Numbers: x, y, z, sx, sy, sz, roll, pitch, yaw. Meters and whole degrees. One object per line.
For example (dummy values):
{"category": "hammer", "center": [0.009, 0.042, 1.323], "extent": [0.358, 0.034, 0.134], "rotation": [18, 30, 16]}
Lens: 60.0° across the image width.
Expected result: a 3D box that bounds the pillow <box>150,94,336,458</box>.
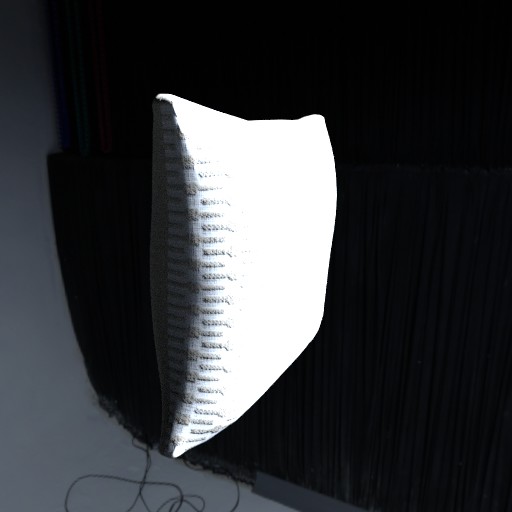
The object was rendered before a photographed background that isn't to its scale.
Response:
{"category": "pillow", "center": [0.000, 0.000, 0.772], "extent": [0.219, 0.491, 0.496], "rotation": [8, 16, 27]}
